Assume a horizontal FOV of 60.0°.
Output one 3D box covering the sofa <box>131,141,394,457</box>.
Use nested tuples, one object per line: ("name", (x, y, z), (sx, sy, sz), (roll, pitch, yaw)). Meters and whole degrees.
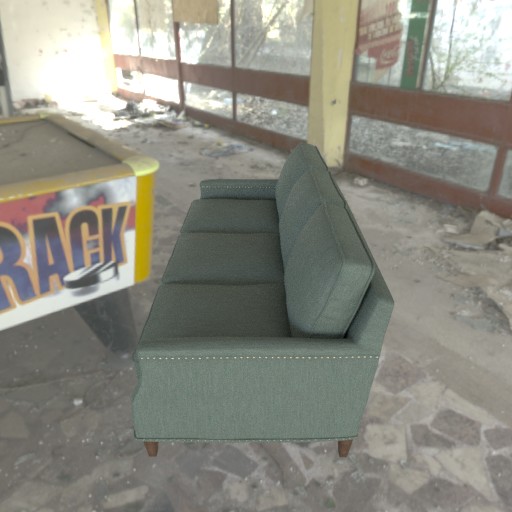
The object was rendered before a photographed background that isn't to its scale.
("sofa", (0.000, 0.000, 2.787), (1.084, 1.003, 2.246), (0, 27, 0))
